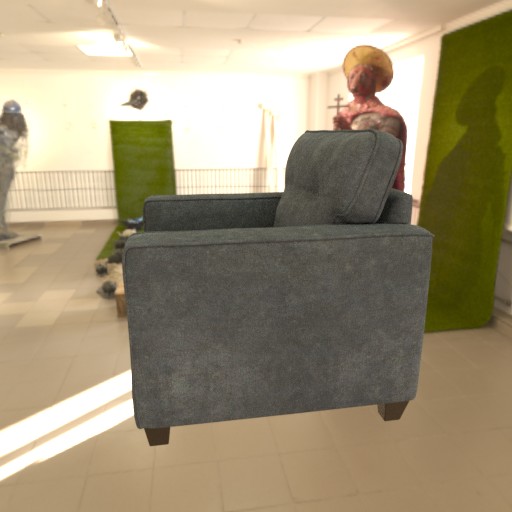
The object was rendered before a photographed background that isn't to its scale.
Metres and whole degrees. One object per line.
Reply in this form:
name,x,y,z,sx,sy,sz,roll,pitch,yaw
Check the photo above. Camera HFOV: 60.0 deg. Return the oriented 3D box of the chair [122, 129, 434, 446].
chair,0.000,0.000,1.759,0.939,0.965,1.015,-3,16,-10
